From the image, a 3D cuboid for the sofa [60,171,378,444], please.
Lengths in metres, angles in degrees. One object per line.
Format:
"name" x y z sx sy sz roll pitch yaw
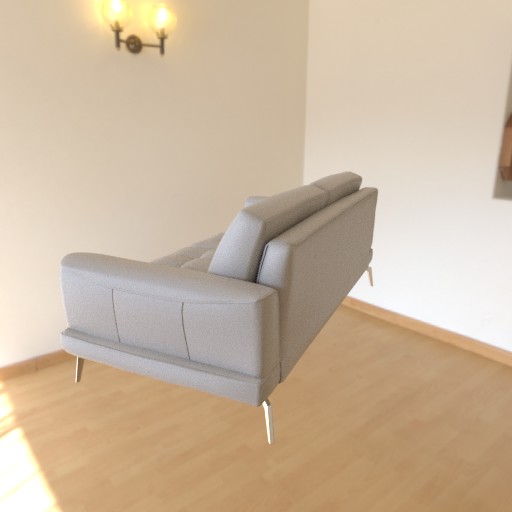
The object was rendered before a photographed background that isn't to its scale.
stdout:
"sofa" 0.000 0.000 2.752 1.121 0.930 2.177 8 18 24
